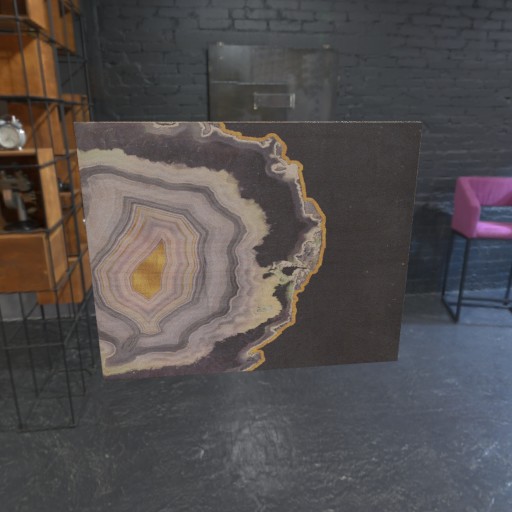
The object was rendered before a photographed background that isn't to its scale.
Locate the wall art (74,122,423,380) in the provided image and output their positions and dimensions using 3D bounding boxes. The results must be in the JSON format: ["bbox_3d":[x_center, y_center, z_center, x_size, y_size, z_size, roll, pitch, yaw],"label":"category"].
[{"bbox_3d":[0.000,0.000,0.705,0.508,0.408,0.010,-2,17,-7],"label":"wall art"}]
